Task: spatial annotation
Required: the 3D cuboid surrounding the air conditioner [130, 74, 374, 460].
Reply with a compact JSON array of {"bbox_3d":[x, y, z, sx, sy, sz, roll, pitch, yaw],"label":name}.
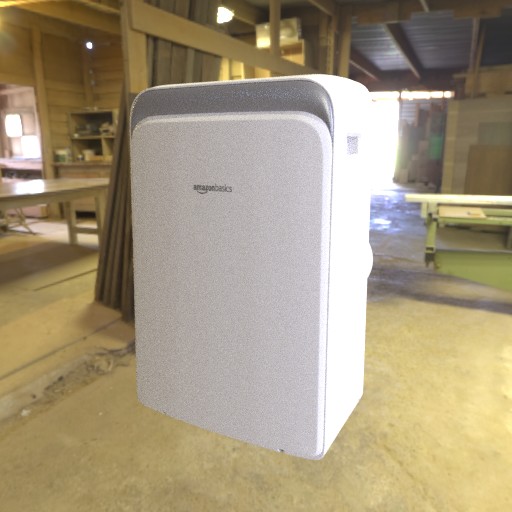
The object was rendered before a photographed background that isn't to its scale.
[{"bbox_3d":[0.000,0.000,0.938,0.454,0.700,0.365,7,16,26],"label":"air conditioner"}]
